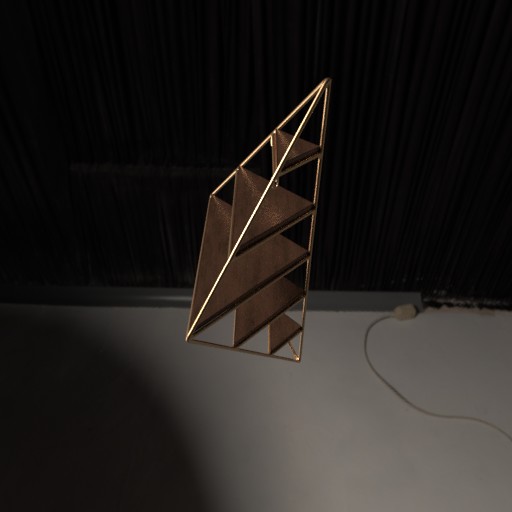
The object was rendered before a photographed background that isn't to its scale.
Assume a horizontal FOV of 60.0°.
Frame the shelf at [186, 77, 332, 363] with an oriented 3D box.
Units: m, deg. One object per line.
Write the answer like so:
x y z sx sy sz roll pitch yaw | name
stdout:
0.000 0.000 1.159 0.294 0.913 0.564 1 41 1 | shelf
